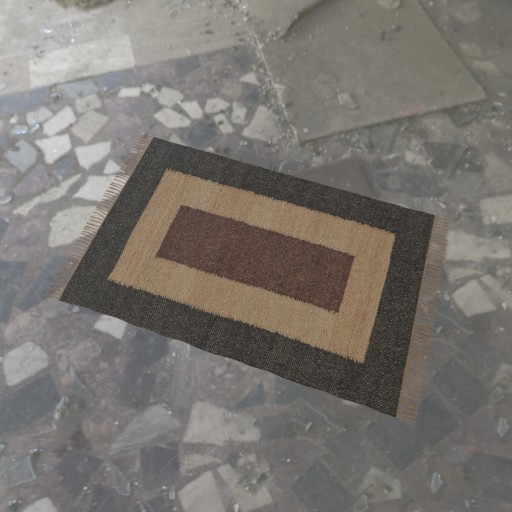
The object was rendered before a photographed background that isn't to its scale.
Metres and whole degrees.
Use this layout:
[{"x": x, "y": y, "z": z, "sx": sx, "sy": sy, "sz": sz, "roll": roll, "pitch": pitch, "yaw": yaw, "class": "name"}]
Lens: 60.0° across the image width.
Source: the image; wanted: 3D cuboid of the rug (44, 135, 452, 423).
[{"x": 0.000, "y": 0.000, "z": 1.896, "sx": 1.541, "sy": 0.013, "sz": 0.920, "roll": 17, "pitch": 64, "yaw": 9, "class": "rug"}]
